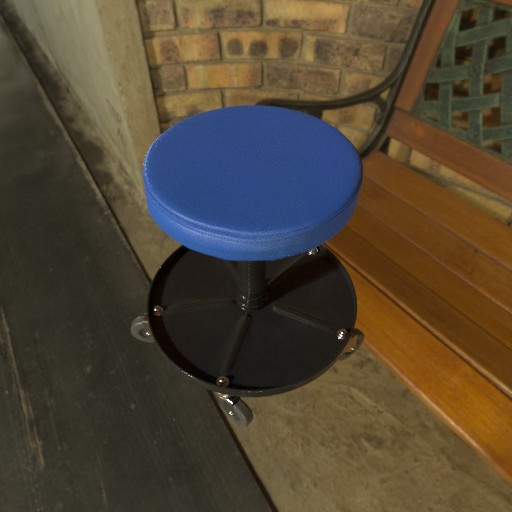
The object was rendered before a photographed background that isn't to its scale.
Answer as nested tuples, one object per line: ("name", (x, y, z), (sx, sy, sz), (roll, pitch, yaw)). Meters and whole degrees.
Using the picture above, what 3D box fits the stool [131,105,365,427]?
("stool", (0.000, 0.000, 0.680), (0.381, 0.365, 0.382), (16, 49, 15))
